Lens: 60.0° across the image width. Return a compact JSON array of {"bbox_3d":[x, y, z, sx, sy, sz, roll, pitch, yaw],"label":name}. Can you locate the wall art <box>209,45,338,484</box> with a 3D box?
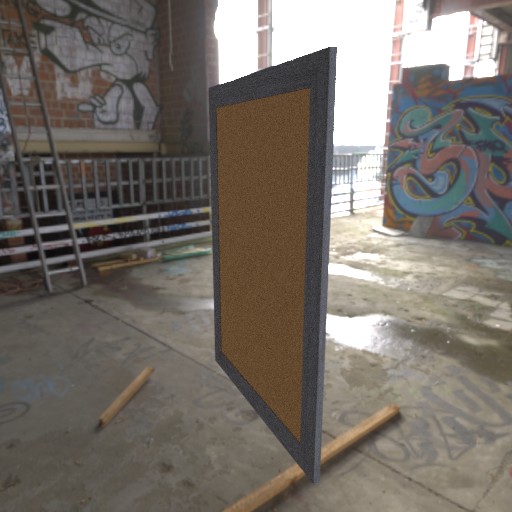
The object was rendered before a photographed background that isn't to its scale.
[{"bbox_3d":[0.000,0.000,1.385,0.020,1.070,0.768,-6,15,-24],"label":"wall art"}]
